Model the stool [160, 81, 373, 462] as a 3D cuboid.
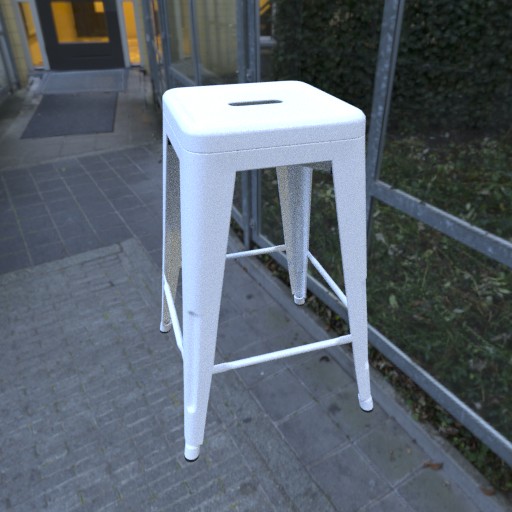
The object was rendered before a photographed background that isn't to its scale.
[{"bbox_3d":[0.000,0.000,0.892,0.406,0.610,0.406,-9,33,-15],"label":"stool"}]
